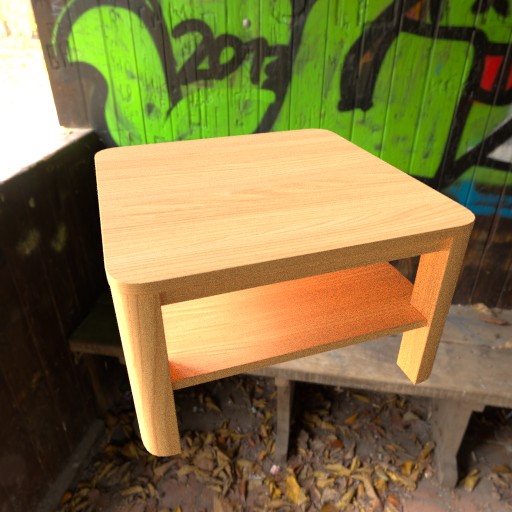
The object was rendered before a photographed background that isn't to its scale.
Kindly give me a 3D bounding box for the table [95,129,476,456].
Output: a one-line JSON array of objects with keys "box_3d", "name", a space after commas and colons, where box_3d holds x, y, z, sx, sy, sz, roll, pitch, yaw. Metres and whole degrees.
[{"box_3d": [0.000, 0.000, 1.220, 0.750, 0.450, 0.750, -10, 33, -16], "name": "table"}]
